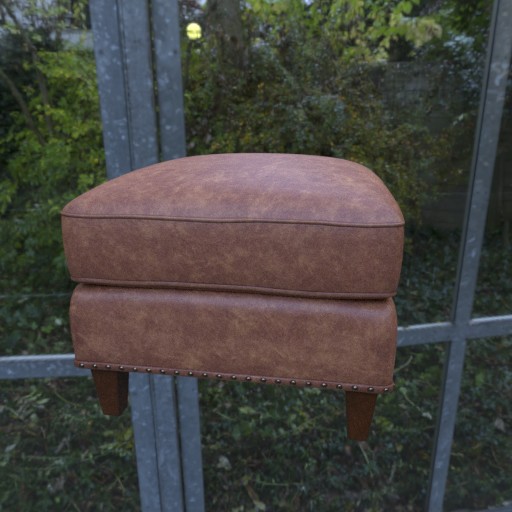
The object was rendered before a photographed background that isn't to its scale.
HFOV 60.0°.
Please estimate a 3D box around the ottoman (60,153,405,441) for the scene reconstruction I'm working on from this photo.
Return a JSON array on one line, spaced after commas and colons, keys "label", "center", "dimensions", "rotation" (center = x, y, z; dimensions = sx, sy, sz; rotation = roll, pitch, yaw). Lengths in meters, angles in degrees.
[{"label": "ottoman", "center": [0.000, 0.000, 1.093], "dimensions": [0.586, 0.486, 0.742], "rotation": [3, 17, 8]}]
